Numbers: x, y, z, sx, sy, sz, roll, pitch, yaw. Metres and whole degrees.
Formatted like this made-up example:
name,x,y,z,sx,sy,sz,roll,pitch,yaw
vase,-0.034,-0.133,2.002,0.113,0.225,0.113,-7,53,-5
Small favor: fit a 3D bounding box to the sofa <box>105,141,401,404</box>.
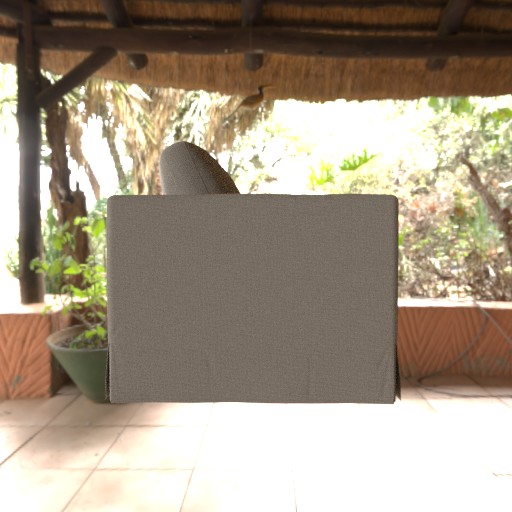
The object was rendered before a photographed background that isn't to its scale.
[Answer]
name,x,y,z,sx,sy,sz,roll,pitch,yaw
sofa,0.000,0.000,2.369,1.009,0.932,1.813,0,2,1
